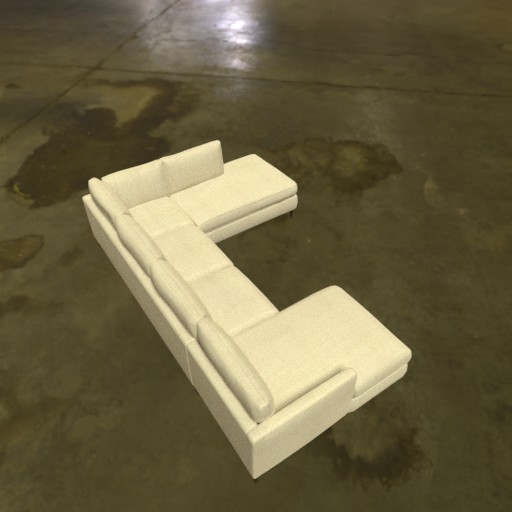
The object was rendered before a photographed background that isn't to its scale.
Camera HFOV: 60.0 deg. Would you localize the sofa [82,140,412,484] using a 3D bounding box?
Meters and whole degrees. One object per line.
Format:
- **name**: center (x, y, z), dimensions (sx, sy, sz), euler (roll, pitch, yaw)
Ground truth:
- **sofa**: center (0.000, 0.000, 3.575), dimensions (1.879, 0.756, 2.737), euler (-25, 47, -25)
